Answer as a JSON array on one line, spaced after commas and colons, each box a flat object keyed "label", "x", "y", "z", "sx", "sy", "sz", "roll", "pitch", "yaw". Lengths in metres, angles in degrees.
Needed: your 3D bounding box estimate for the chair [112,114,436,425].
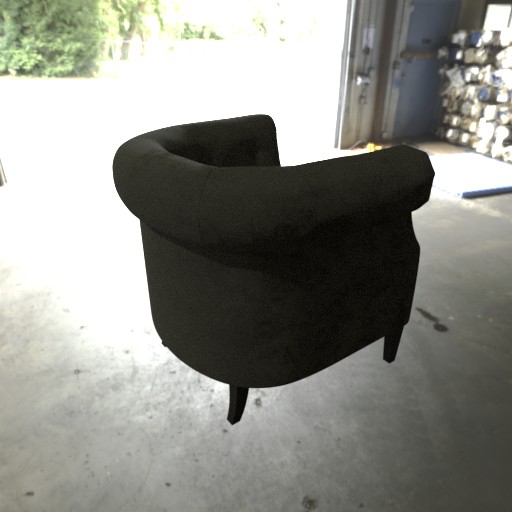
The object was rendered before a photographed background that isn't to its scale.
[{"label": "chair", "x": 0.000, "y": 0.000, "z": 1.551, "sx": 0.851, "sy": 0.826, "sz": 0.904, "roll": -18, "pitch": 32, "yaw": -32}]
